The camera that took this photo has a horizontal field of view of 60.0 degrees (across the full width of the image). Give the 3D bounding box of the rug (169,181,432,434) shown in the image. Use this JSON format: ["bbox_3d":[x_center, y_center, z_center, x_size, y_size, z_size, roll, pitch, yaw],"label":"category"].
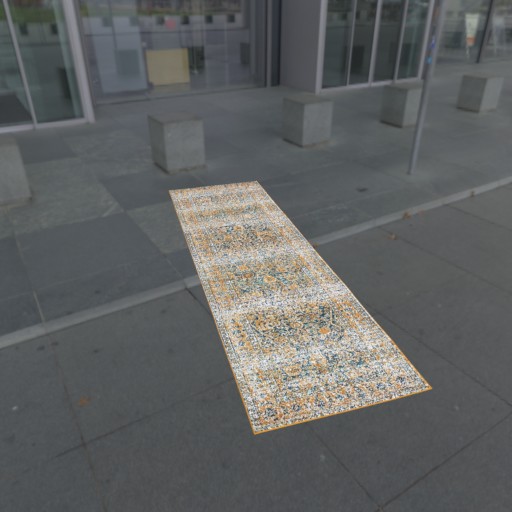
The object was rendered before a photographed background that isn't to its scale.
[{"bbox_3d":[0.000,0.000,2.536,0.704,0.014,2.294,-9,31,-14],"label":"rug"}]
